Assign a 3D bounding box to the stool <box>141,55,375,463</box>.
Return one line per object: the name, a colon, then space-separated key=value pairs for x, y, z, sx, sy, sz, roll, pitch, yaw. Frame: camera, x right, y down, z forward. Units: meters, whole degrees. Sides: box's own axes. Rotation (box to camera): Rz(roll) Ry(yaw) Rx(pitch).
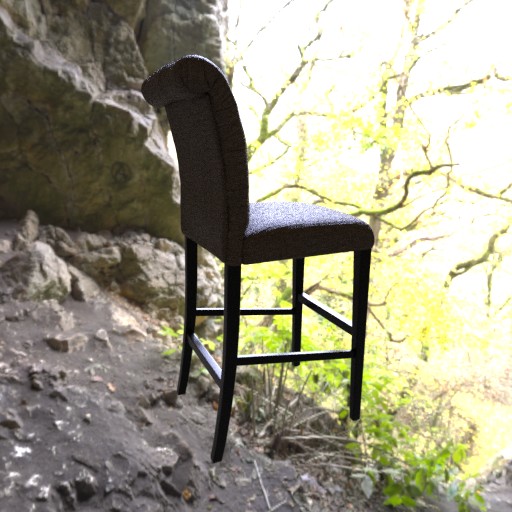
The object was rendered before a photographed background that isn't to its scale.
stool: x=0.000 y=0.000 z=1.453 sx=0.613 sy=1.131 sz=0.452 roll=-7 pitch=16 yaw=-24
